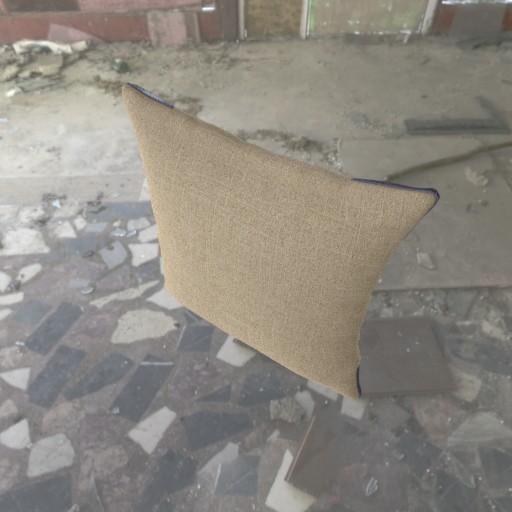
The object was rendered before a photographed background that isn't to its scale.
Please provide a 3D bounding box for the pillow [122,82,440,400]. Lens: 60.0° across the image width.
[{"bbox_3d":[0.000,0.000,0.676,0.440,0.441,0.147,25,51,22],"label":"pillow"}]
